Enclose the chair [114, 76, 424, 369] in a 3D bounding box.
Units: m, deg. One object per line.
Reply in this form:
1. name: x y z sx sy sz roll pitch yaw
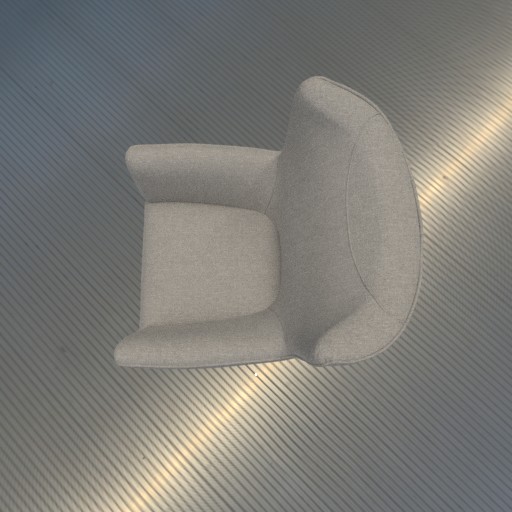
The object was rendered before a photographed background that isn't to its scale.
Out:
1. chair: 0.000 0.000 1.563 0.888 0.933 0.781 -1 75 0
